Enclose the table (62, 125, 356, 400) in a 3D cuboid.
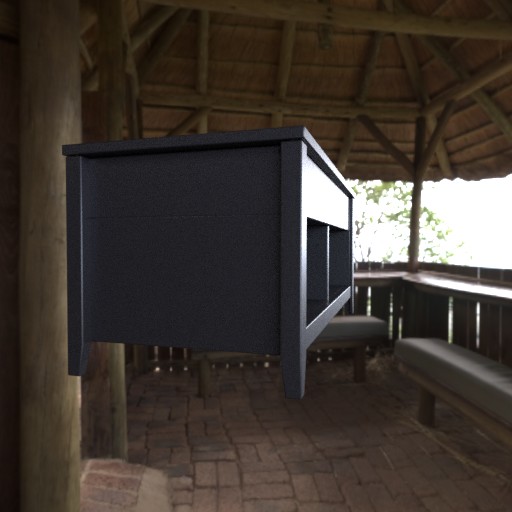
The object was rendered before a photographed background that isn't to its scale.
[{"bbox_3d":[0.000,0.000,1.288,0.483,0.457,1.016,0,2,17],"label":"table"}]
